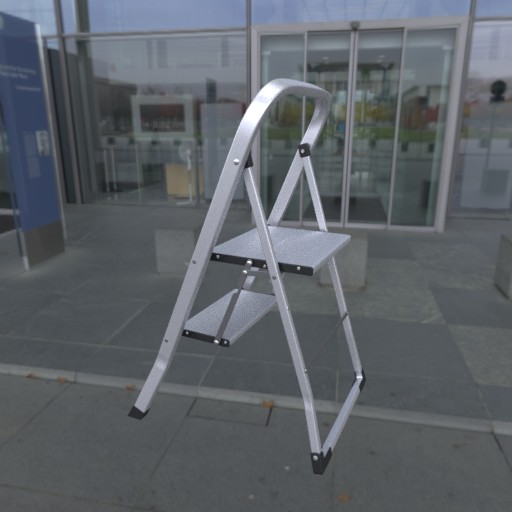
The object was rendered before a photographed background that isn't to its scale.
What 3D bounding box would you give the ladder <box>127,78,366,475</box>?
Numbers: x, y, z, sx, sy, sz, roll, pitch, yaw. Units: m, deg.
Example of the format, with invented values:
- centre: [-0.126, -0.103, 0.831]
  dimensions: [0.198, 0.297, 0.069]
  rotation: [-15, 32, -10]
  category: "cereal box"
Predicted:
- centre: [0.000, 0.000, 1.139]
  dimensions: [0.530, 0.830, 0.465]
  rotation: [8, 19, 25]
  category: "ladder"
